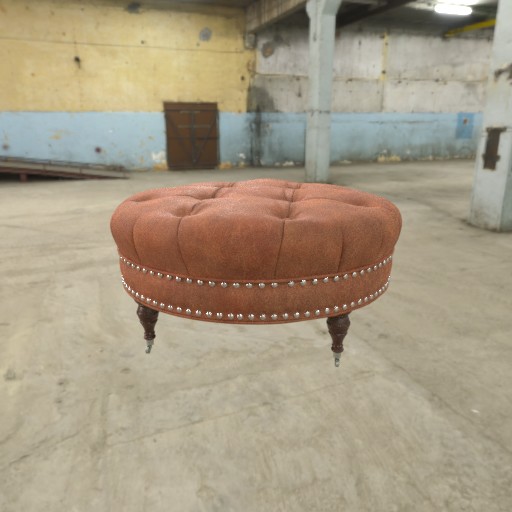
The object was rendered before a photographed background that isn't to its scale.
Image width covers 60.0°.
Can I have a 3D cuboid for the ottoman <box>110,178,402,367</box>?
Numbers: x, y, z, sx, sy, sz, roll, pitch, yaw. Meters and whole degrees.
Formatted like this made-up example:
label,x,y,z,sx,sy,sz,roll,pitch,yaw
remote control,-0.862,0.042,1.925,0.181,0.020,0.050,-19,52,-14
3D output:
label,x,y,z,sx,sy,sz,roll,pitch,yaw
ottoman,0.000,0.000,1.446,0.901,0.444,0.901,0,16,0
